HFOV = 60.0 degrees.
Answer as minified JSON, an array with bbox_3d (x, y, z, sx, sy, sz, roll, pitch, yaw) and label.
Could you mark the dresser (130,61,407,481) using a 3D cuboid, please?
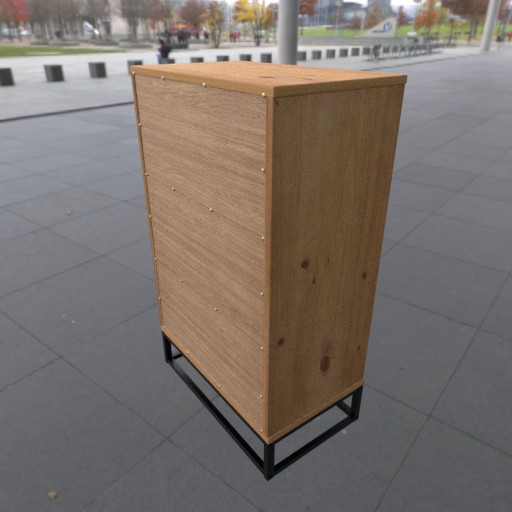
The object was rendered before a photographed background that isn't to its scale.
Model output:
[{"bbox_3d":[0.000,0.000,1.595,0.479,1.240,0.761,-19,32,-32],"label":"dresser"}]
